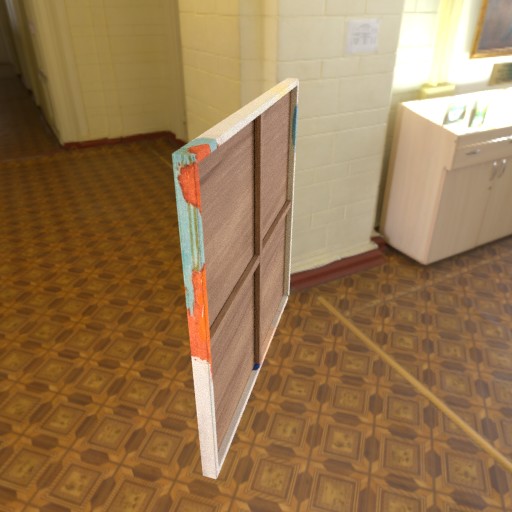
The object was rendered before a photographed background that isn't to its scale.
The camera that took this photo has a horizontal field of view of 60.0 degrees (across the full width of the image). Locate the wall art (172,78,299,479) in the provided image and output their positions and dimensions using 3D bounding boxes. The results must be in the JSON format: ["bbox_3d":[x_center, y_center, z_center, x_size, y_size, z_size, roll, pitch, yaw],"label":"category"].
[{"bbox_3d":[0.000,0.000,1.229,0.037,0.814,0.814,8,31,14],"label":"wall art"}]
